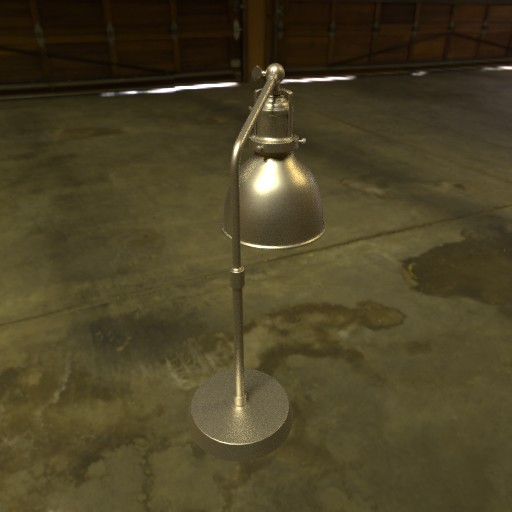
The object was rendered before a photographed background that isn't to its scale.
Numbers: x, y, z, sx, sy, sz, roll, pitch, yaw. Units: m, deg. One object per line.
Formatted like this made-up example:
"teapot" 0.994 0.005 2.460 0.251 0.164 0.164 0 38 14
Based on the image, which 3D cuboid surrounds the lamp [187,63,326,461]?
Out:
"lamp" 0.000 0.000 0.585 0.153 0.456 0.286 10 31 17
